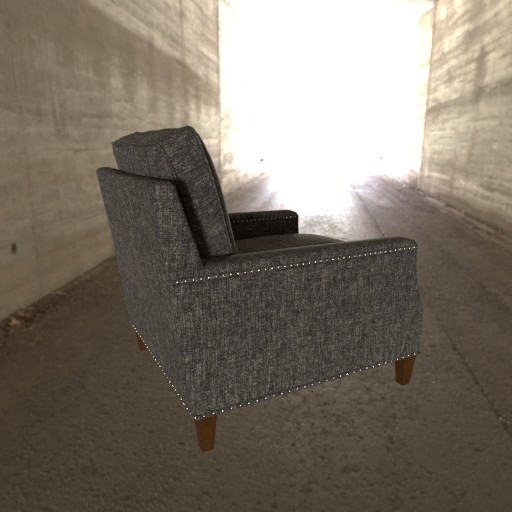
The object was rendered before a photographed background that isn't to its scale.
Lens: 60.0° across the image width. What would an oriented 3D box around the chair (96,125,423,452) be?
[{"bbox_3d":[0.000,0.000,1.729,1.014,0.943,0.853,-7,16,-27],"label":"chair"}]
